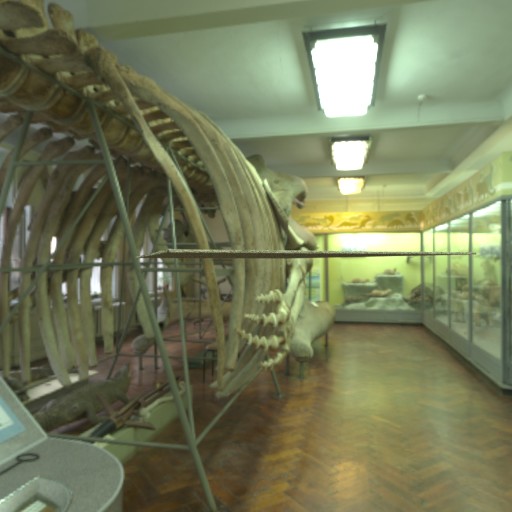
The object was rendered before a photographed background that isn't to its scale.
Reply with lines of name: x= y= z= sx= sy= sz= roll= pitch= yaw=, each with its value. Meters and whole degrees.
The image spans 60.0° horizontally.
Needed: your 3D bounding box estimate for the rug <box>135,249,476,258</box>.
rug: x=0.000 y=0.000 z=4.903 sx=2.393 sy=0.019 sz=3.824 roll=0 pitch=-1 yaw=-18
